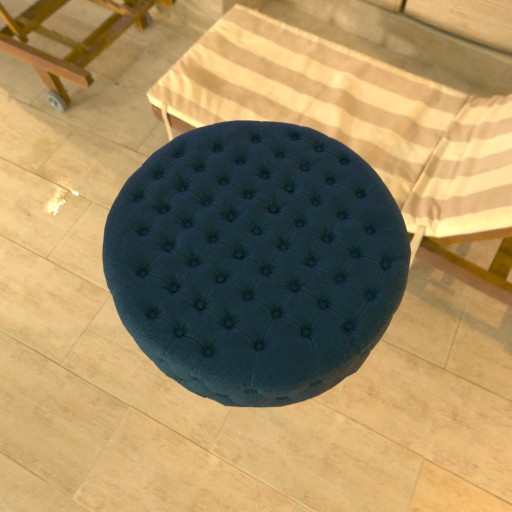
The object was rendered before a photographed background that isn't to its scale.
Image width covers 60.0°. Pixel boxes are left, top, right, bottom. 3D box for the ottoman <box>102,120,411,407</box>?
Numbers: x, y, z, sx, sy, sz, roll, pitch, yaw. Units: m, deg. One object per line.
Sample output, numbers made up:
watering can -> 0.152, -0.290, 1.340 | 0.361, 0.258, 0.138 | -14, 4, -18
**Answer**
ottoman -> 0.000, 0.000, 1.555 | 0.998, 0.398, 0.998 | 0, 63, 0
